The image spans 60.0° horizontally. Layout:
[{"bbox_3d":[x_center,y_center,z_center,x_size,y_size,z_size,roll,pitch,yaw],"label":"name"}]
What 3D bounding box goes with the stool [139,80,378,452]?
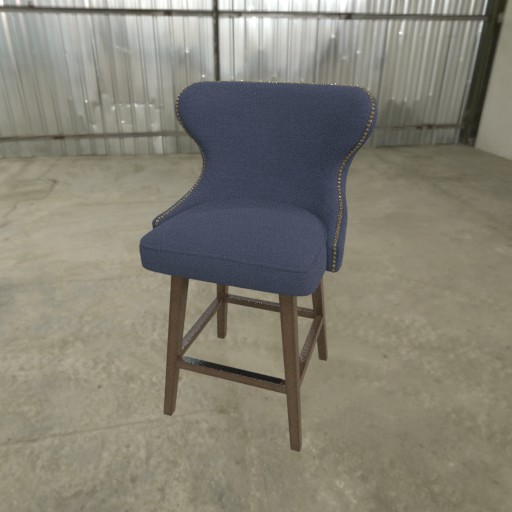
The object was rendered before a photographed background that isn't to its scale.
[{"bbox_3d":[0.000,0.000,1.378,0.615,0.972,0.597,9,28,17],"label":"stool"}]
